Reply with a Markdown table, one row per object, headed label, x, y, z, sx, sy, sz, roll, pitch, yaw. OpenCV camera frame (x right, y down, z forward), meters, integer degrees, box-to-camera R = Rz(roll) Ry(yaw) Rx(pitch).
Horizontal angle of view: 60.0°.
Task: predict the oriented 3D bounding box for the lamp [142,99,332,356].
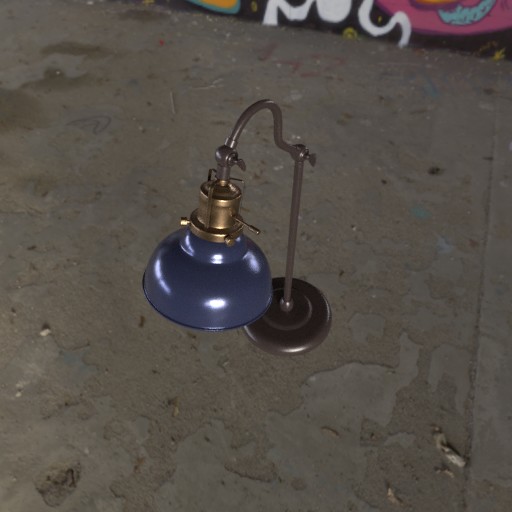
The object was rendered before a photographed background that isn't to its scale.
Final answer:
| label | x | y | z | sx | sy | sz | roll | pitch | yaw |
| --- | --- | --- | --- | --- | --- | --- | --- | --- | --- |
| lamp | 0.000 | 0.000 | 0.688 | 0.192 | 0.508 | 0.374 | 33 | 55 | 27 |
